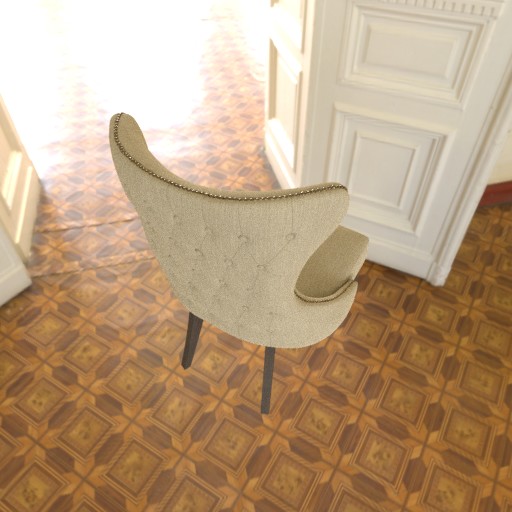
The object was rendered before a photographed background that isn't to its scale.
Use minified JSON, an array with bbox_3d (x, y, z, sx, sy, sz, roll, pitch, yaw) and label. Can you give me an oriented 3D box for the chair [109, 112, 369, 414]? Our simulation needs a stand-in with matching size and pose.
[{"bbox_3d":[0.000,0.000,1.380,0.628,0.967,0.635,23,50,21],"label":"chair"}]
